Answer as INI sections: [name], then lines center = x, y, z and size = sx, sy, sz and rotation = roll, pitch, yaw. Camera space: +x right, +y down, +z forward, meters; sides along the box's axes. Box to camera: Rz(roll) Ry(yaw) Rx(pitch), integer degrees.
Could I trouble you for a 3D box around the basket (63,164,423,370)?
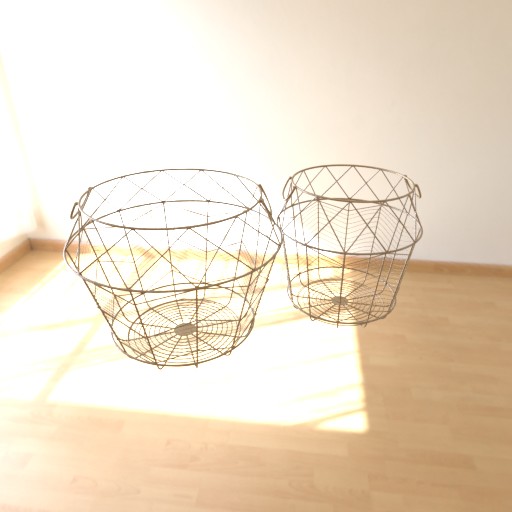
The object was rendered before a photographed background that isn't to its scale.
[basket]
center = 0.000, 0.000, 1.026
size = 0.805, 0.343, 0.451
rotation = -8, 28, -16
